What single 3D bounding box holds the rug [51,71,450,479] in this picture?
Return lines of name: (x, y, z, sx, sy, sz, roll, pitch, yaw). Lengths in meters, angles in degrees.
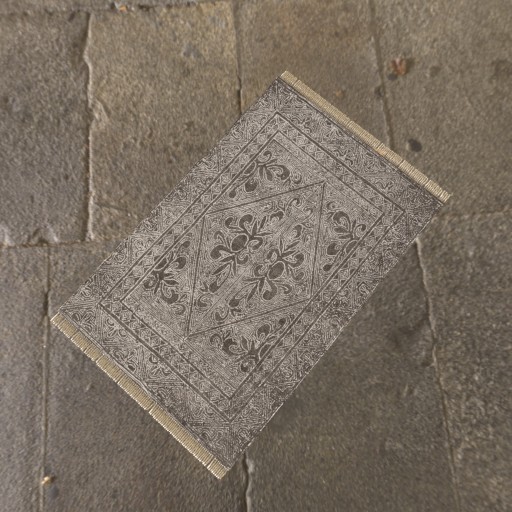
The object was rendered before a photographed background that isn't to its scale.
rug: (0.000, 0.000, 3.024, 1.529, 0.010, 2.440, 40, 81, 7)
